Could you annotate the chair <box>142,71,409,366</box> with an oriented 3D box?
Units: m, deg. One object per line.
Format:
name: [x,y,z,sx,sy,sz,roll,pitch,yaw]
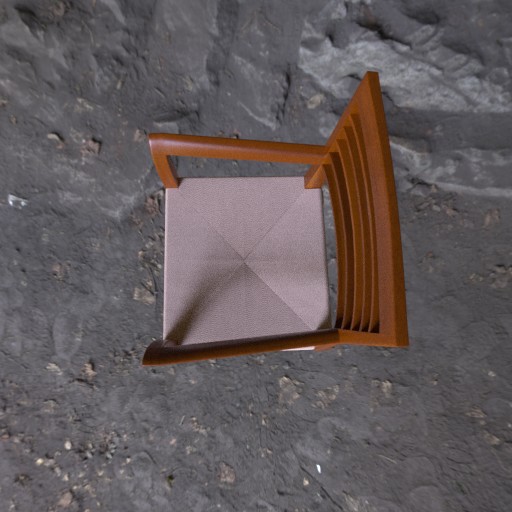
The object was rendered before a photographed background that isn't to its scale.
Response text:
chair: [0.000,0.000,1.251,0.540,0.855,0.587,-2,76,0]
